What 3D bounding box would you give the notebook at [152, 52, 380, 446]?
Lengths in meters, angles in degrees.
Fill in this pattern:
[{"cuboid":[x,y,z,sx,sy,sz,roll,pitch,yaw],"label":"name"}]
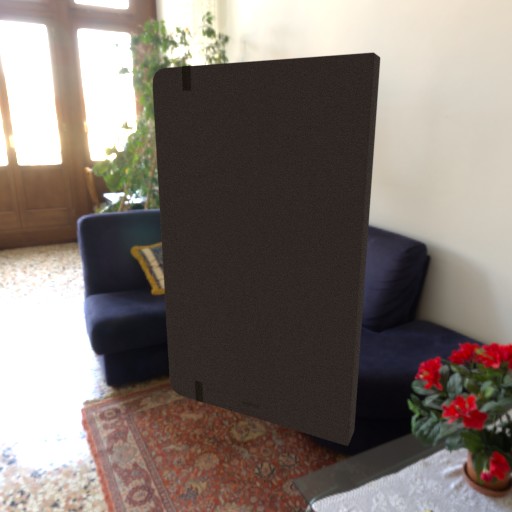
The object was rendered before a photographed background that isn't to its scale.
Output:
[{"cuboid":[0.000,0.000,0.264,0.127,0.213,0.016,8,17,25],"label":"notebook"}]
